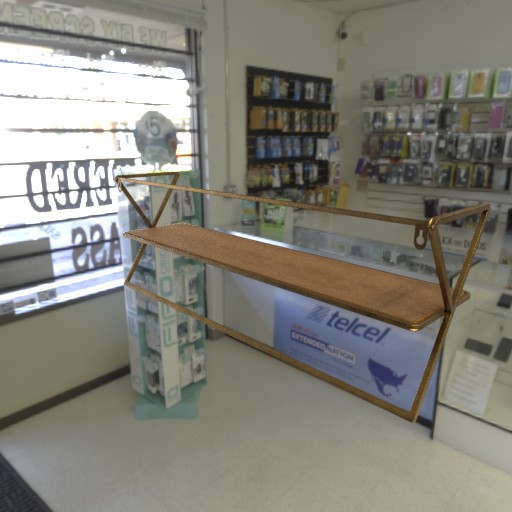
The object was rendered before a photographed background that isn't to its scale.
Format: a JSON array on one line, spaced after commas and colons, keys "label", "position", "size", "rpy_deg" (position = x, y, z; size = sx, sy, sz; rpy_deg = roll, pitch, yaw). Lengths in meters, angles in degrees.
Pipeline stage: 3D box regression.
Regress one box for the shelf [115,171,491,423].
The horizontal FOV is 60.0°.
[{"label": "shelf", "position": [0.000, 0.000, 0.727], "size": [0.150, 0.229, 0.645], "rpy_deg": [-15, 21, -42]}]
